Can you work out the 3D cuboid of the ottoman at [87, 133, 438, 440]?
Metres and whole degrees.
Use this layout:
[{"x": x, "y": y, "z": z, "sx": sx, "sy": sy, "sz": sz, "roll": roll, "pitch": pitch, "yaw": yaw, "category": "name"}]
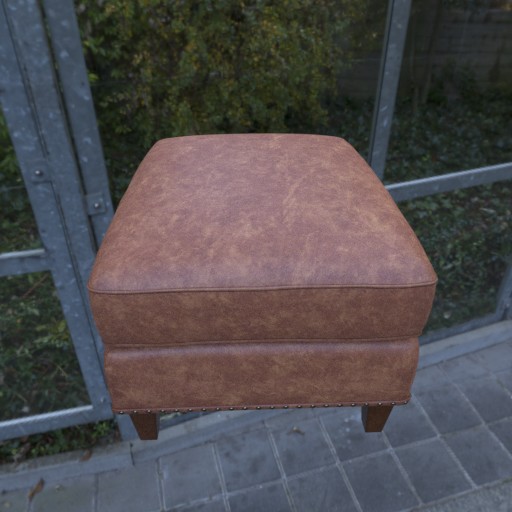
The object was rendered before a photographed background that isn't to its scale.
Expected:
[{"x": 0.000, "y": 0.000, "z": 1.098, "sx": 0.586, "sy": 0.486, "sz": 0.742, "roll": -1, "pitch": 32, "yaw": -2, "category": "ottoman"}]
